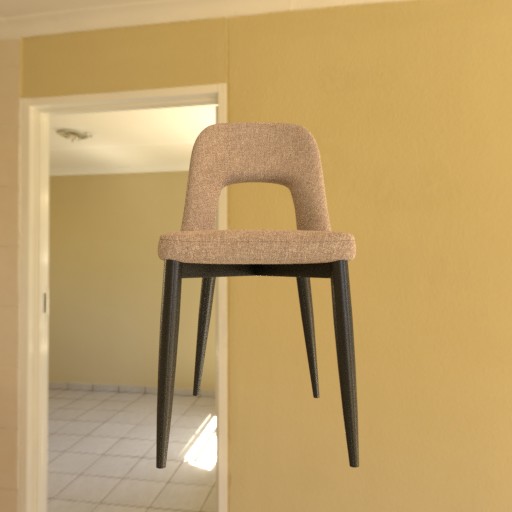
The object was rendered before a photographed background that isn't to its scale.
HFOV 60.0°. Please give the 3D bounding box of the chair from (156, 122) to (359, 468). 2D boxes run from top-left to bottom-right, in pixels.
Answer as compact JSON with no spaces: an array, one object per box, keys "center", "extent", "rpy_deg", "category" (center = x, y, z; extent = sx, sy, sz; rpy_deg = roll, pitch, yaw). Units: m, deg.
[{"center":[0.000,0.000,1.254],"extent":[0.470,0.931,0.612],"rpy_deg":[0,-1,-1],"category":"chair"}]
